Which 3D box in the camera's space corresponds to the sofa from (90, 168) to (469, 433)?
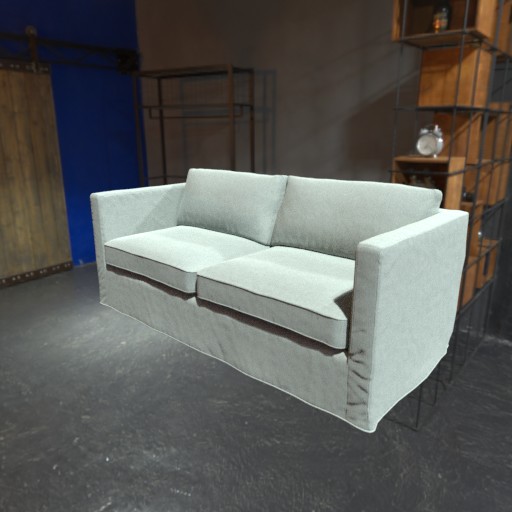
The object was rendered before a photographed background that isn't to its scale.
[{"bbox_3d":[0.000,0.000,2.512,1.987,0.870,0.940,14,21,40],"label":"sofa"}]
